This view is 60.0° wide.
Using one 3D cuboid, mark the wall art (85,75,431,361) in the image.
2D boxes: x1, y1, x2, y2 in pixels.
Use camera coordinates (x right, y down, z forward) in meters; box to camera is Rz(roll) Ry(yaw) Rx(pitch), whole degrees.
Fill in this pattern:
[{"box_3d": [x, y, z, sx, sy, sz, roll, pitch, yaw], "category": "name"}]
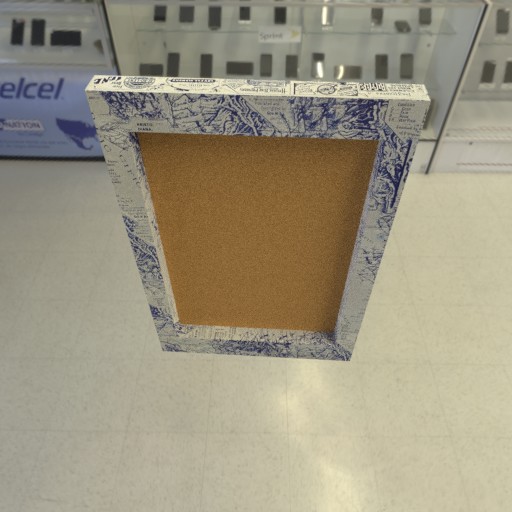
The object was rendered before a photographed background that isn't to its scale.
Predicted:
[{"box_3d": [0.000, 0.000, 0.754, 0.408, 0.601, 0.040, 3, 48, 2], "category": "wall art"}]
